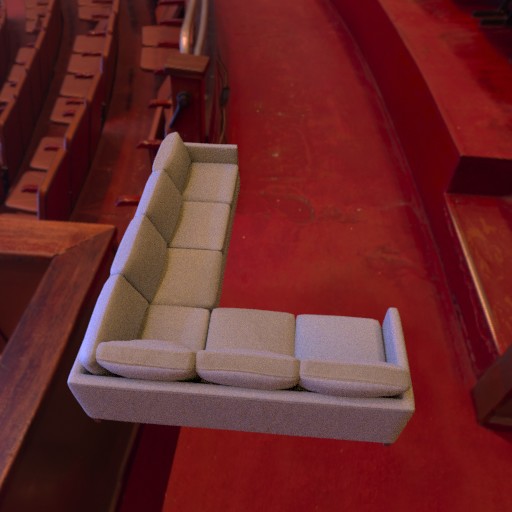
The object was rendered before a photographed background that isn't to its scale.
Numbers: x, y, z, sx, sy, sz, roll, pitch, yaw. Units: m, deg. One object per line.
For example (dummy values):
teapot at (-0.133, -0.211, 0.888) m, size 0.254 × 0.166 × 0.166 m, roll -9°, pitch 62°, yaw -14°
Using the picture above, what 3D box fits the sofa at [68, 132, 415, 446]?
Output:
sofa at (0.000, 0.000, 4.482) m, size 2.592 × 0.947 × 3.301 m, roll 3°, pitch 47°, yaw 3°
